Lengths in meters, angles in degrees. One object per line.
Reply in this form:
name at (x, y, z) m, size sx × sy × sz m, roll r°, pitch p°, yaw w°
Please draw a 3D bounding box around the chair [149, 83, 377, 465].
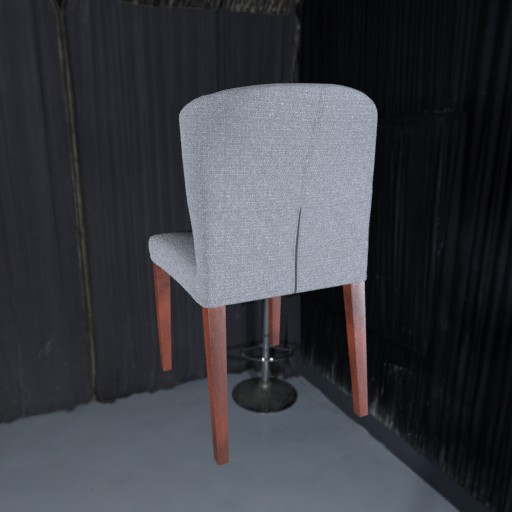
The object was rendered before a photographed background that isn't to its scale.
chair at (0.000, 0.000, 1.227) m, size 0.491 × 0.839 × 0.589 m, roll -7°, pitch 16°, yaw -26°
